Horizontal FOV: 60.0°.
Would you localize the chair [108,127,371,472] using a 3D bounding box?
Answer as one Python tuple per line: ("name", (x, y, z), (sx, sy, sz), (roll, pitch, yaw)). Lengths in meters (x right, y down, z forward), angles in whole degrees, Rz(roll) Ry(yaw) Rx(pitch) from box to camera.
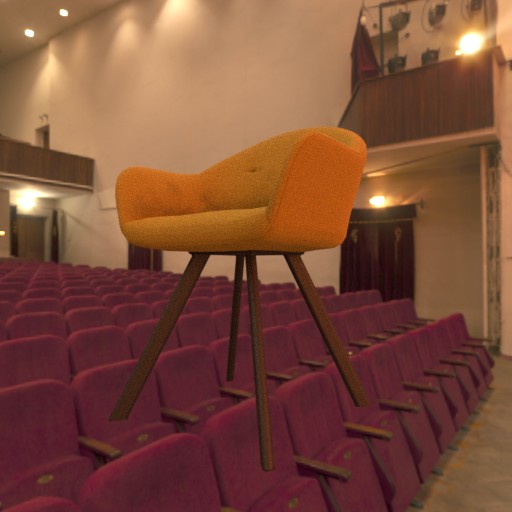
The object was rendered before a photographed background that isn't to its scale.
("chair", (0.000, 0.000, 1.147), (0.545, 0.775, 0.565), (-1, -1, 35))
